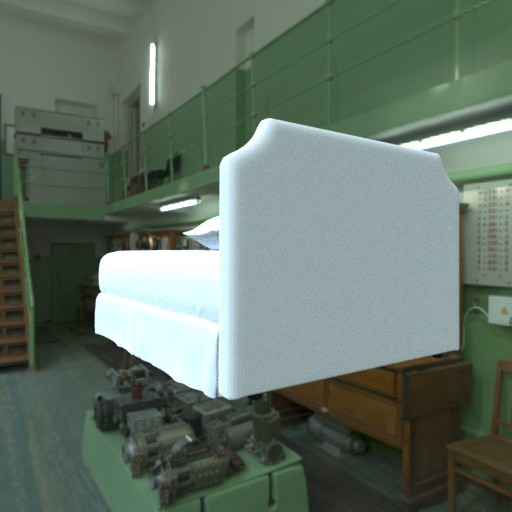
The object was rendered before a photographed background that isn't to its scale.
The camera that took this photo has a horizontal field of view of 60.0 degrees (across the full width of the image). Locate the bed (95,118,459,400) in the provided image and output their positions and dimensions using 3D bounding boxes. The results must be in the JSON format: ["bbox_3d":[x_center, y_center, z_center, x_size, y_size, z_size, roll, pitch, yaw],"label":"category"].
[{"bbox_3d":[0.000,0.000,3.848,2.134,1.524,2.548,0,1,-35],"label":"bed"}]
